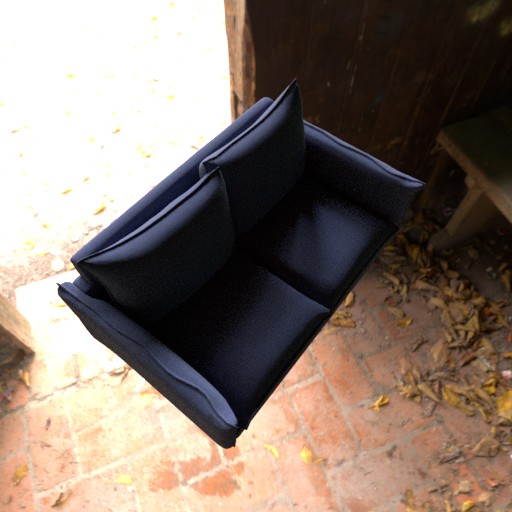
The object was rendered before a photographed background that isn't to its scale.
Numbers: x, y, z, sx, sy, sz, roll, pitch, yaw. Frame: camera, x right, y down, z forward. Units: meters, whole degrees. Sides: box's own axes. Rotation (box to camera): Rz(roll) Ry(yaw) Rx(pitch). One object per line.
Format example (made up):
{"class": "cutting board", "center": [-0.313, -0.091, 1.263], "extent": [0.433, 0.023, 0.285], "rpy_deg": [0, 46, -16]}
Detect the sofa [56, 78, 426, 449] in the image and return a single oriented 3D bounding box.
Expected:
{"class": "sofa", "center": [0.000, 0.000, 1.856], "extent": [0.820, 0.840, 1.300], "rpy_deg": [34, 64, 19]}
